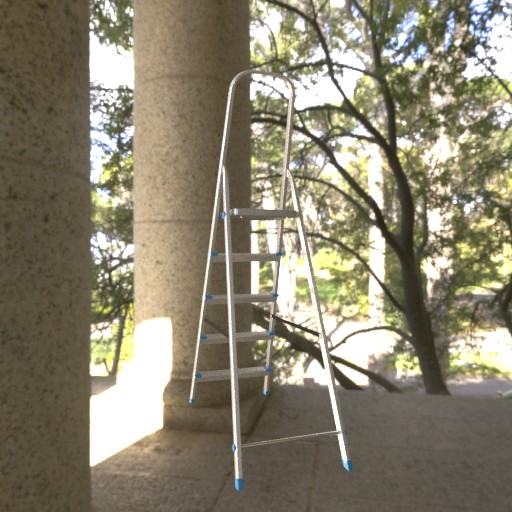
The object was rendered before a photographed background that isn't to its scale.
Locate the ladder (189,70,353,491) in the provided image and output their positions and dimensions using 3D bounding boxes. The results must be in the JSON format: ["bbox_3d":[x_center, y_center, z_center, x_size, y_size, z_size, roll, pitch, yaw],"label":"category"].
[{"bbox_3d":[0.000,0.000,2.099,0.468,1.648,0.990,0,1,-18],"label":"ladder"}]
